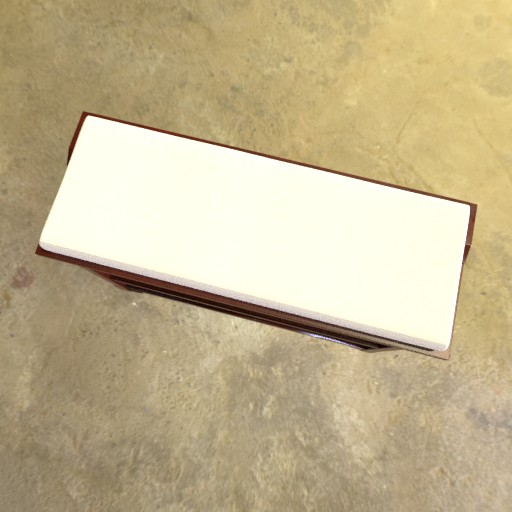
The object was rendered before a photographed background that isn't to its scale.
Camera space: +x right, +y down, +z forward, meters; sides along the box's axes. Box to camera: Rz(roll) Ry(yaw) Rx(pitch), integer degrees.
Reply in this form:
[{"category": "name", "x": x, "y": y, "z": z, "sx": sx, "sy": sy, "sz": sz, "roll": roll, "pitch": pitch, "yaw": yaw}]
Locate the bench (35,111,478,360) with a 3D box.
[{"category": "bench", "x": 0.000, "y": 0.000, "z": 1.315, "sx": 0.987, "sy": 0.646, "sz": 0.369, "roll": 14, "pitch": 77, "yaw": 3}]
